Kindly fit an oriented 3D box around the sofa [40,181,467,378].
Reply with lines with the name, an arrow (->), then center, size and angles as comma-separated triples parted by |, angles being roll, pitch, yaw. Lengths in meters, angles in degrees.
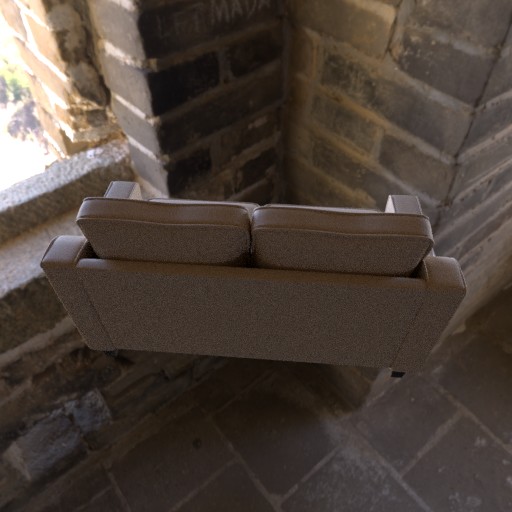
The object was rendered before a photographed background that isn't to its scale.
sofa -> 0.000, 0.000, 3.455 | 2.587, 1.562, 1.351 | 3, 45, 3
